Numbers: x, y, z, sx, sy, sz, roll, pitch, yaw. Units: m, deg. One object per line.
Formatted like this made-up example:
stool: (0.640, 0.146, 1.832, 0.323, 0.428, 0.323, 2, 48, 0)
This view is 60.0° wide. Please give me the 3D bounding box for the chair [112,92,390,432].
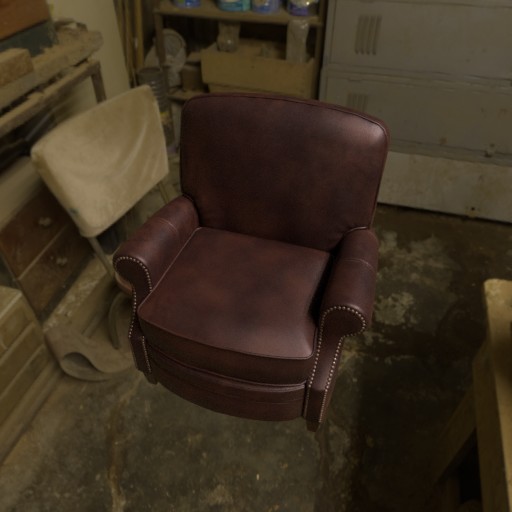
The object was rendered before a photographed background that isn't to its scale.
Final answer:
chair: (0.000, 0.000, 1.745, 0.936, 1.018, 0.986, 12, 43, 13)
